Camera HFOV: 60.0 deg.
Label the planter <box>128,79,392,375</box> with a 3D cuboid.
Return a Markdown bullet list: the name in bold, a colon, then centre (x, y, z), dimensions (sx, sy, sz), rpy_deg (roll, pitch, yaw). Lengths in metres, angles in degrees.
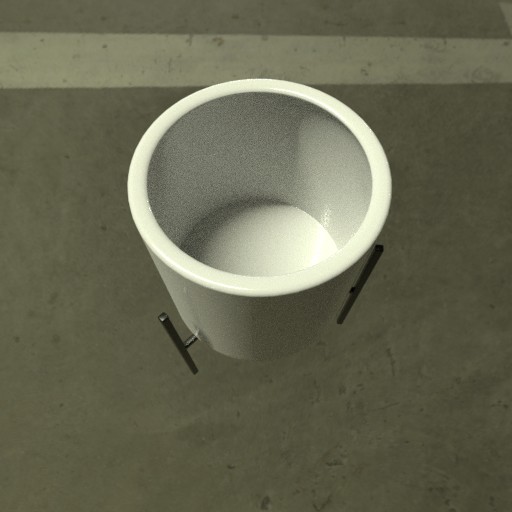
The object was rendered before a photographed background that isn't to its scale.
- **planter**: centre (0.000, 0.000, 0.529), dimensions (0.239, 0.356, 0.239), rpy_deg (-16, 65, -8)
